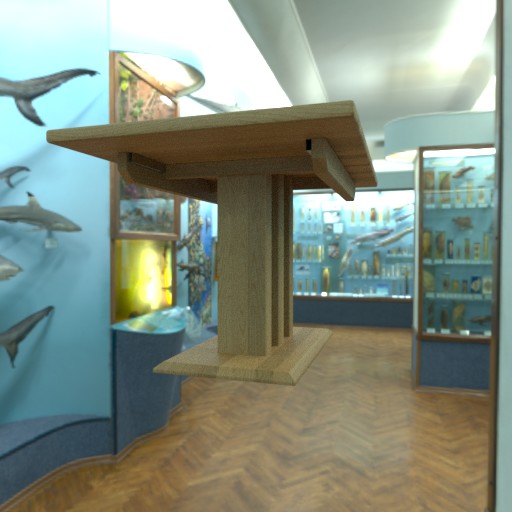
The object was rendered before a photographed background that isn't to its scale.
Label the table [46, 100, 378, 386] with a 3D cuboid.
[{"bbox_3d":[0.000,0.000,1.803,0.900,0.770,1.300,0,1,18],"label":"table"}]
